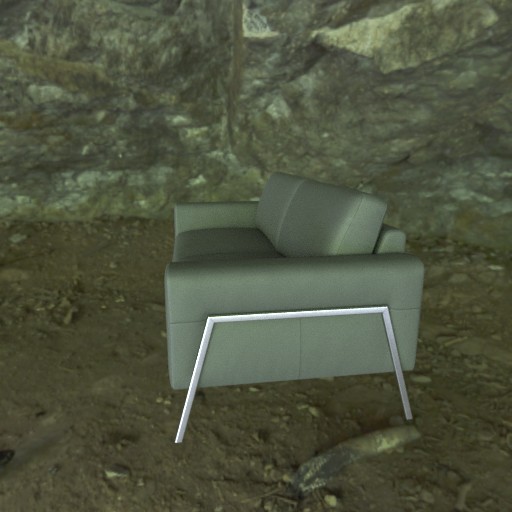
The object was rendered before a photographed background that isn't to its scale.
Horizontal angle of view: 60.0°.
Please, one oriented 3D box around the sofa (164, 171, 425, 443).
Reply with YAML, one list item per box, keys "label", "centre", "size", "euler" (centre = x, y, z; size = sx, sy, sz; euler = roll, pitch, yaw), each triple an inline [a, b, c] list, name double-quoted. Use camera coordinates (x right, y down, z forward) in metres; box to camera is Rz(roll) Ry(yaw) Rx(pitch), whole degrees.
- label: "sofa"
  centre: [0.000, 0.000, 2.540]
  size: [0.953, 0.875, 2.017]
  euler: [-2, 14, -9]
